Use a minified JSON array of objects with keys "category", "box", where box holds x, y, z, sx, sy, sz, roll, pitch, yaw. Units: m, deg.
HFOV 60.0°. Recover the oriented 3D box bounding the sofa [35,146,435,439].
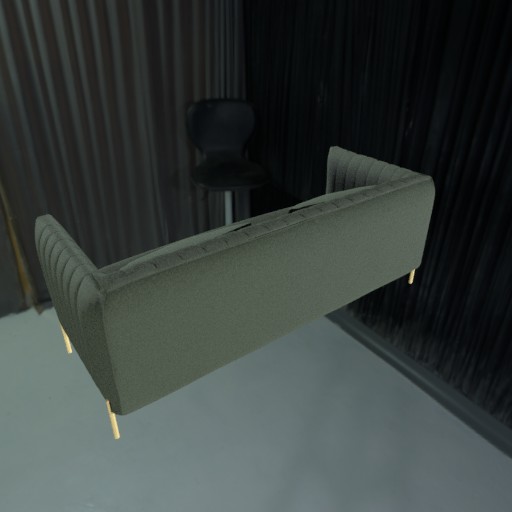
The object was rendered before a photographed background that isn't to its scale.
[{"category":"sofa","box":[0.000,0.000,2.572,2.137,0.793,0.896,-20,36,-31]}]
